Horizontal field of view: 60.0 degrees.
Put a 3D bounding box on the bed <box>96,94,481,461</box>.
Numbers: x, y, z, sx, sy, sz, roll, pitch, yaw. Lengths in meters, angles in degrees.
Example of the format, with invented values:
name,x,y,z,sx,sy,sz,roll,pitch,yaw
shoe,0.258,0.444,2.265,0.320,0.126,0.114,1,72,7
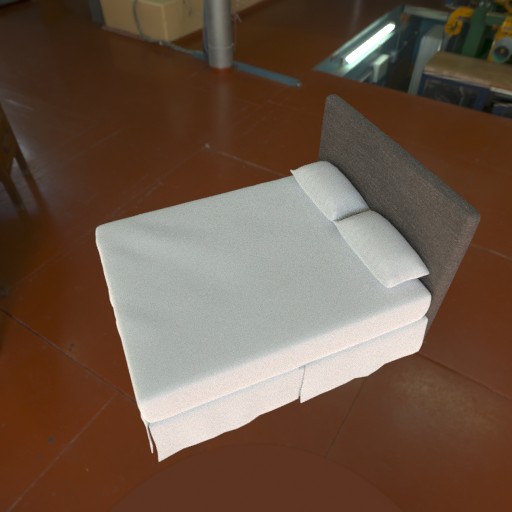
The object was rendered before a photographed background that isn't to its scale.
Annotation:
name,x,y,z,sx,sy,sz,roll,pitch,yaw
bed,0.000,0.000,3.170,2.142,1.330,1.723,-17,48,-16
